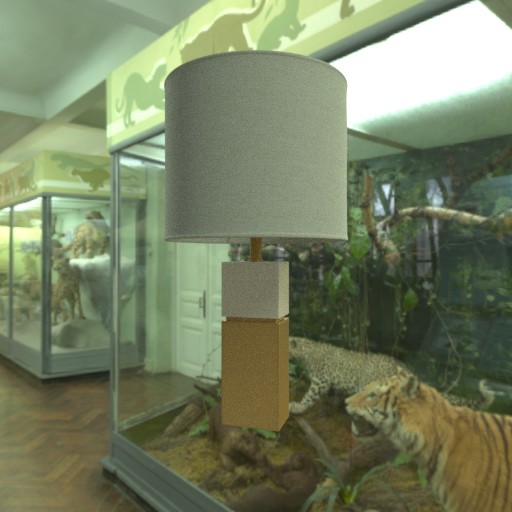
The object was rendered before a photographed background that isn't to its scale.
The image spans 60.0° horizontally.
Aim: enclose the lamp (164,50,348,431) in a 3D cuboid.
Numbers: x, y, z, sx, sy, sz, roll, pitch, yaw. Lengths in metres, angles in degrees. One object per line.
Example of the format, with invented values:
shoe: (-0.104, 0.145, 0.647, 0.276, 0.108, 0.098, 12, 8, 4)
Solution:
lamp: (0.000, 0.000, 0.563, 0.229, 0.417, 0.229, 0, 0, 17)
